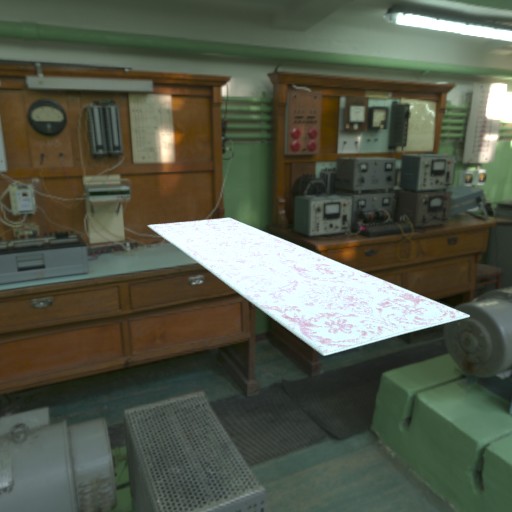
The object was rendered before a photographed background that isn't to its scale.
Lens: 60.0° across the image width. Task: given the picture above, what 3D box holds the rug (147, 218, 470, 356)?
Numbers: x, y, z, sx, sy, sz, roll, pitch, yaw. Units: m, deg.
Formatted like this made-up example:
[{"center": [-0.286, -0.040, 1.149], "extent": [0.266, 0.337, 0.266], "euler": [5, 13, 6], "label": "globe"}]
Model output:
[{"center": [0.000, 0.000, 2.439], "extent": [0.662, 0.011, 2.196], "euler": [-8, 17, -26], "label": "rug"}]
